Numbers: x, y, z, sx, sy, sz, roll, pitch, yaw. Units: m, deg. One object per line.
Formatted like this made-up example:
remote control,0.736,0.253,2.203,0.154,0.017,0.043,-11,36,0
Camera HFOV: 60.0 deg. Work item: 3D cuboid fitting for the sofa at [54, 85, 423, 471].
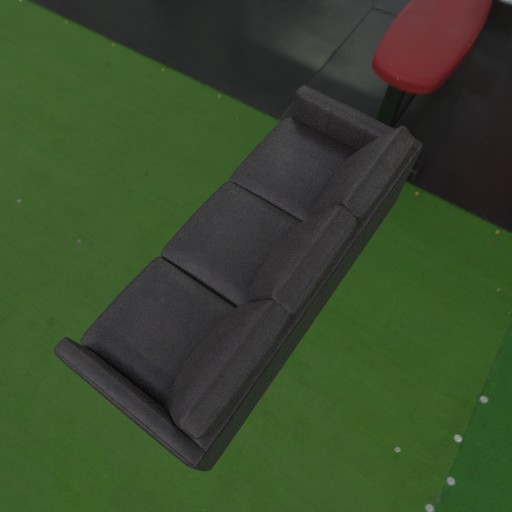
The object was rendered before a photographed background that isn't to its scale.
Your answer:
sofa,0.000,0.000,2.939,1.045,1.006,2.464,32,67,16
